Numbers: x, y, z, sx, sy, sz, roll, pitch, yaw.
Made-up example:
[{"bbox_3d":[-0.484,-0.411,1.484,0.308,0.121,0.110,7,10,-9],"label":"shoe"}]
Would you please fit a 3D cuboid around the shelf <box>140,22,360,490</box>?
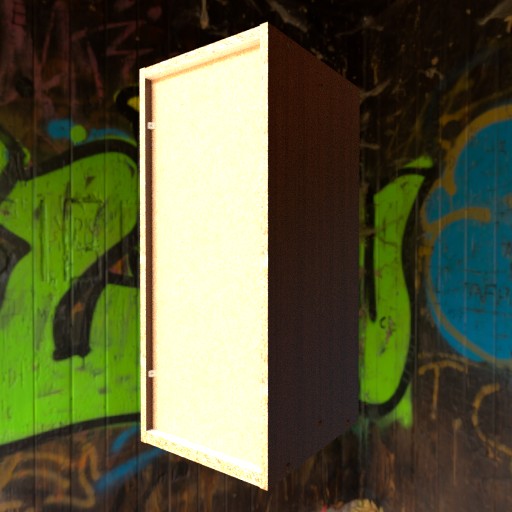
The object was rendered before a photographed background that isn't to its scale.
[{"bbox_3d":[0.000,0.000,0.758,0.253,0.600,0.290,1,1,36],"label":"shelf"}]
